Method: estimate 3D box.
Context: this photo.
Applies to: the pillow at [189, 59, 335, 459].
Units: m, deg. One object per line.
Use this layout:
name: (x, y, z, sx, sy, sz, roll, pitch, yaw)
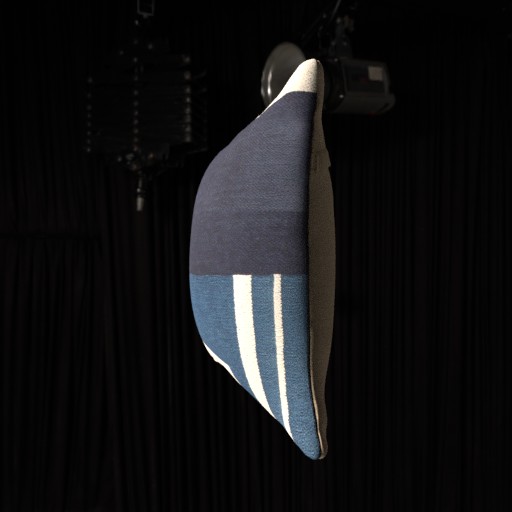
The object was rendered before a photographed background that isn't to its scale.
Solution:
pillow: (0.000, 0.000, 0.797, 0.229, 0.506, 0.536, 0, 0, -18)
